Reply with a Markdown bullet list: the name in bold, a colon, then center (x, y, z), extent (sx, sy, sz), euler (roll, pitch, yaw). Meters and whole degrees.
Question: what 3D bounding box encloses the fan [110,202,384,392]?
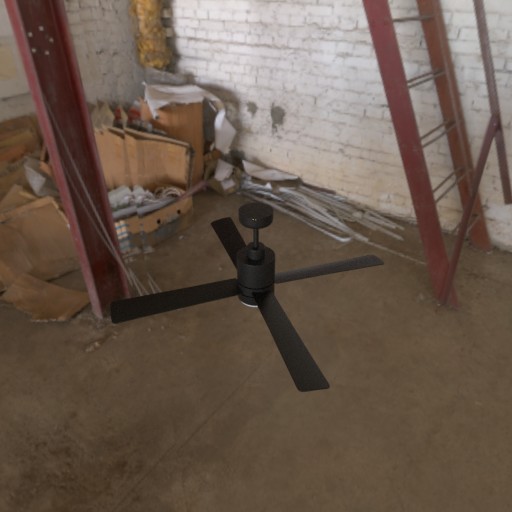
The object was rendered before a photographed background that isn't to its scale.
- **fan**: center (0.000, 0.000, 2.308), extent (1.525, 0.534, 1.525), euler (-10, 35, -15)
